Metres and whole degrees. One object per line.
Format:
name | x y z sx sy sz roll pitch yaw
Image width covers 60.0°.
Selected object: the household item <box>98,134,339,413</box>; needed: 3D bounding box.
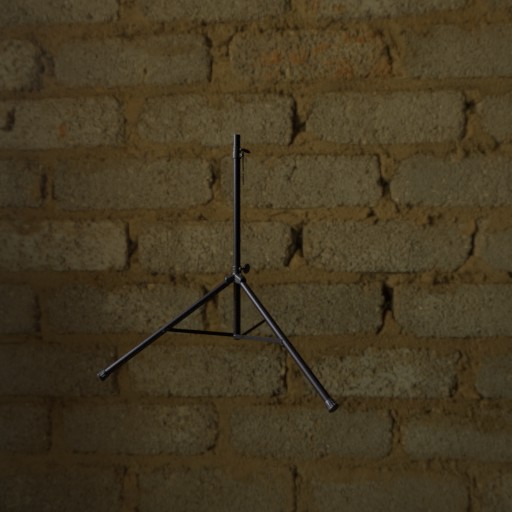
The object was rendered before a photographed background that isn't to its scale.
household item | 0.000 0.000 2.771 1.596 1.595 1.339 -1 2 -36
